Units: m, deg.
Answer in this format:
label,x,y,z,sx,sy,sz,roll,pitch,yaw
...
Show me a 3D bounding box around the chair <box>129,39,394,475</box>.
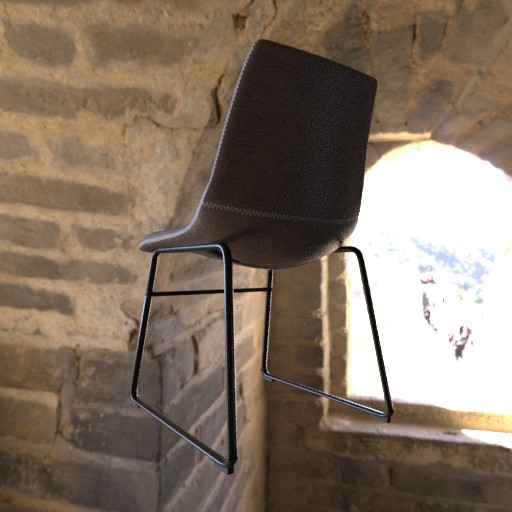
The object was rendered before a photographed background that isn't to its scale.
label,x,y,z,sx,sy,sz,roll,pitch,yaw
chair,0.000,0.000,1.098,0.460,0.780,0.550,1,-1,-35
